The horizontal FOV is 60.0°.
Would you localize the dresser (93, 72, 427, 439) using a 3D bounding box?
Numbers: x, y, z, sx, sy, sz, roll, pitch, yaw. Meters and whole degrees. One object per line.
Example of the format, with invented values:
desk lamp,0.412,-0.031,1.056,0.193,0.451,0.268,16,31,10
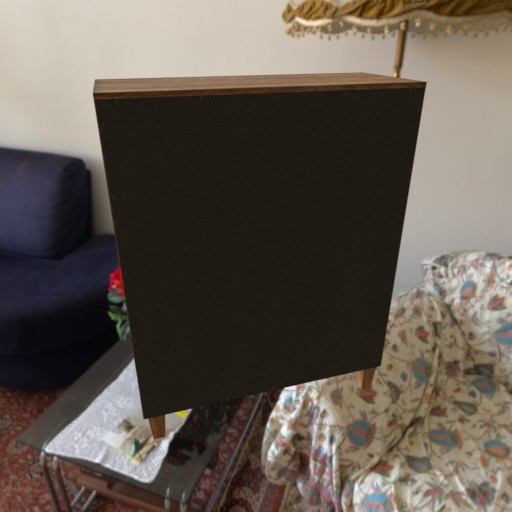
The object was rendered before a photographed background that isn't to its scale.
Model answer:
dresser,0.000,0.000,1.838,1.067,1.359,0.438,-8,28,-15
